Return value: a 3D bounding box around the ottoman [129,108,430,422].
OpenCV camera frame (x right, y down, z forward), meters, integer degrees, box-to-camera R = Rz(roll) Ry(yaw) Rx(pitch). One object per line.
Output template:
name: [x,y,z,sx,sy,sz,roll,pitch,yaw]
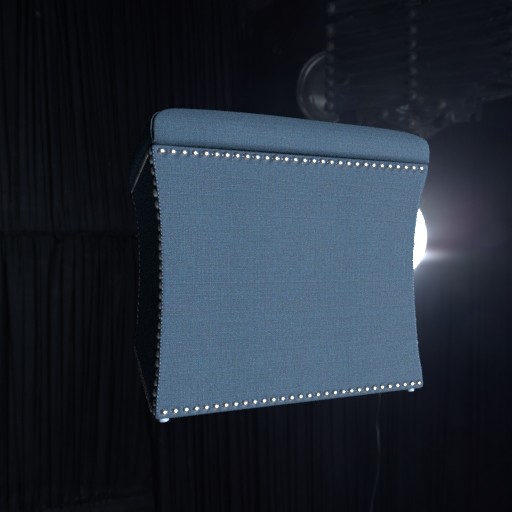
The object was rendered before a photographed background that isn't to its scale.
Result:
ottoman: [0.000,0.000,0.920,0.497,0.475,0.507,0,1,-18]
